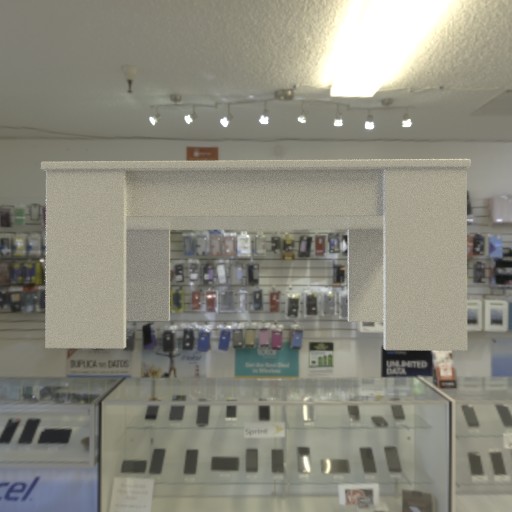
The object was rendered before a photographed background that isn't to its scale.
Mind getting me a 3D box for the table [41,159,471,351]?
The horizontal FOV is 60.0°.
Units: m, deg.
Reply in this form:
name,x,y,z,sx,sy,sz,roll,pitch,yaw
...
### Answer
name,x,y,z,sx,sy,sz,roll,pitch,yaw
table,0.000,0.000,1.278,1.000,0.440,0.500,0,-1,2
